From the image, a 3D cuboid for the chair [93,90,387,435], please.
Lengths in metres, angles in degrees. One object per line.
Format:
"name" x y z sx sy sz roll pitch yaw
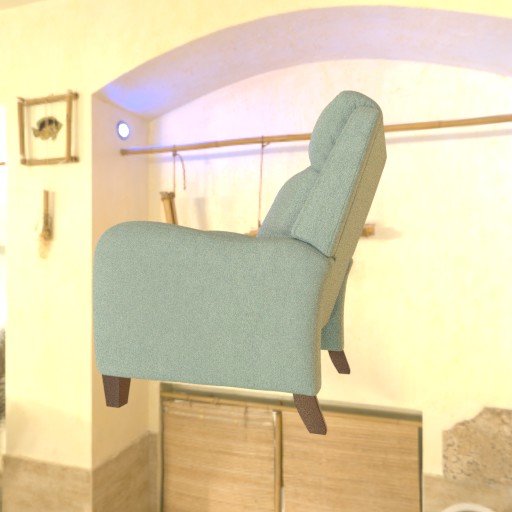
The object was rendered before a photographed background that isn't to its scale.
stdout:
"chair" 0.000 0.000 1.766 0.988 1.067 0.785 0 0 18
